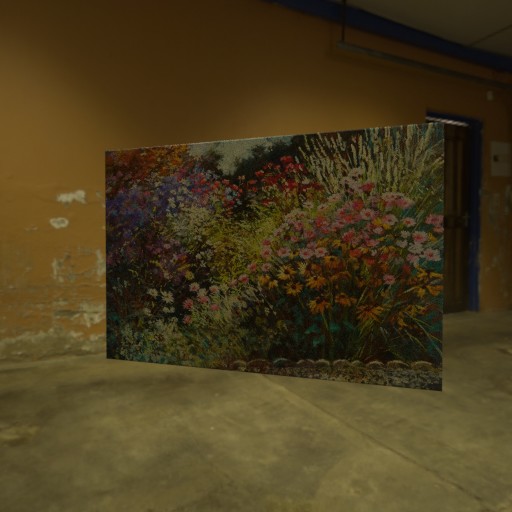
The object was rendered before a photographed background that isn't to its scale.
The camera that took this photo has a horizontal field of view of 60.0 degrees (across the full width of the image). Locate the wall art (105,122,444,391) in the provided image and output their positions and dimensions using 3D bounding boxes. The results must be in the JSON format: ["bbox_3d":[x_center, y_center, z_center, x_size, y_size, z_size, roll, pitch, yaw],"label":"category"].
[{"bbox_3d":[0.000,0.000,0.785,0.610,0.406,0.037,0,1,19],"label":"wall art"}]
